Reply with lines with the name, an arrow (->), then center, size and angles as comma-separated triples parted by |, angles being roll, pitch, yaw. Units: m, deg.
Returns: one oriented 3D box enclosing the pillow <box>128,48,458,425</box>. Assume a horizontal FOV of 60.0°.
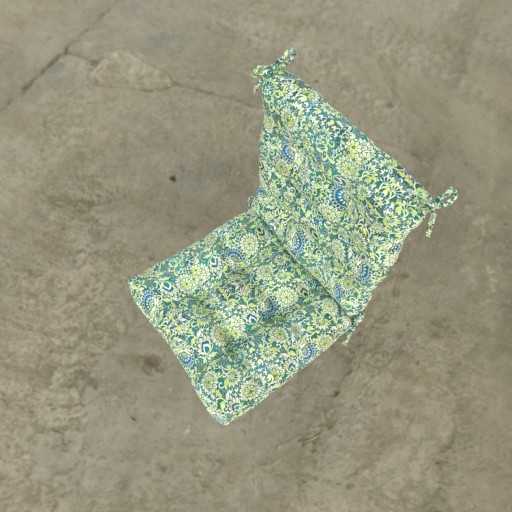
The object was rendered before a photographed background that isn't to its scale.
pillow -> 0.000, 0.000, 1.052 | 0.571, 0.605, 0.519 | -34, 67, -16
